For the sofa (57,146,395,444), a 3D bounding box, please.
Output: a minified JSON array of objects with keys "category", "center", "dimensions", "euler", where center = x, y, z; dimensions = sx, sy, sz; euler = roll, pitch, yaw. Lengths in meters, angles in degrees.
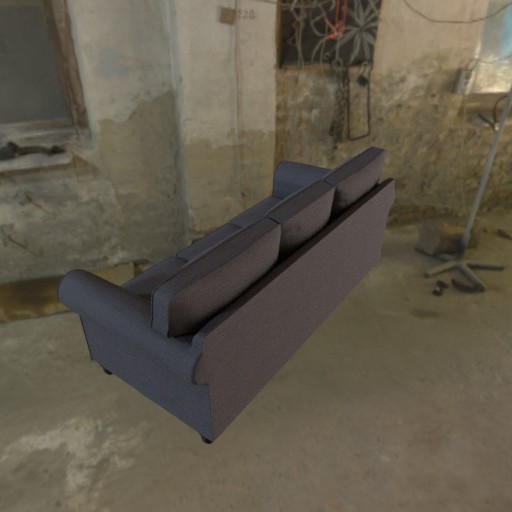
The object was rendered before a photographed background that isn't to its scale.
[{"category":"sofa","center":[0.000,0.000,2.691],"dimensions":[0.909,0.966,2.084],"euler":[21,38,30]}]
